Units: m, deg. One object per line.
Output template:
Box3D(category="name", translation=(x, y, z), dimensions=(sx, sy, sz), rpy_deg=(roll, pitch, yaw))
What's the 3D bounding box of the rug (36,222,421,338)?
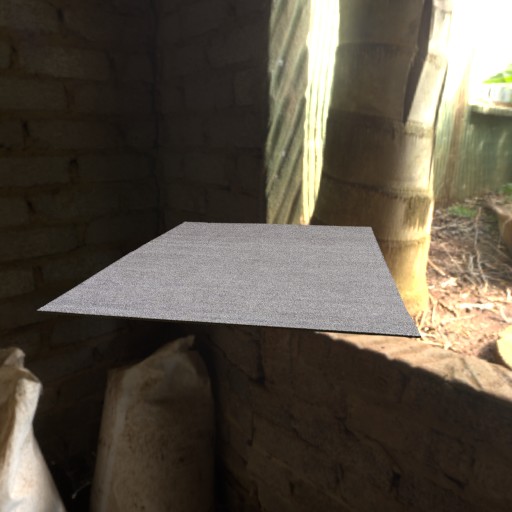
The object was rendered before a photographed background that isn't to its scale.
Box3D(category="rug", translation=(0.000, 0.000, 4.242), dimensions=(2.434, 0.045, 3.202), rpy_deg=(2, 15, 9))
